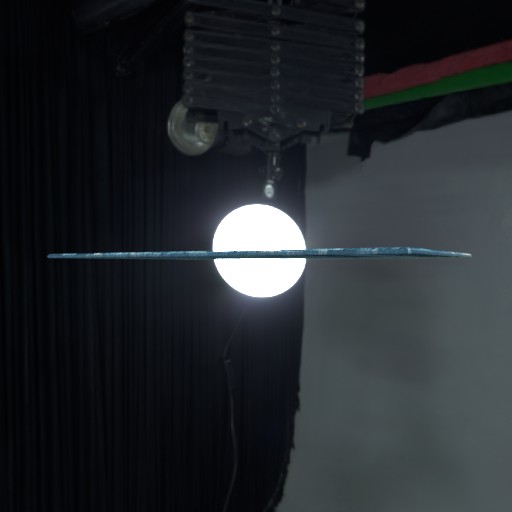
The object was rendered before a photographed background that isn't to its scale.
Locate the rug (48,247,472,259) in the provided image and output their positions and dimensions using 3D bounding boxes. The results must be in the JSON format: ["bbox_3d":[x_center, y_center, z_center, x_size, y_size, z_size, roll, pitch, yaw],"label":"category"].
[{"bbox_3d":[0.000,0.000,2.986,2.450,0.027,1.540,-1,-1,34],"label":"rug"}]
